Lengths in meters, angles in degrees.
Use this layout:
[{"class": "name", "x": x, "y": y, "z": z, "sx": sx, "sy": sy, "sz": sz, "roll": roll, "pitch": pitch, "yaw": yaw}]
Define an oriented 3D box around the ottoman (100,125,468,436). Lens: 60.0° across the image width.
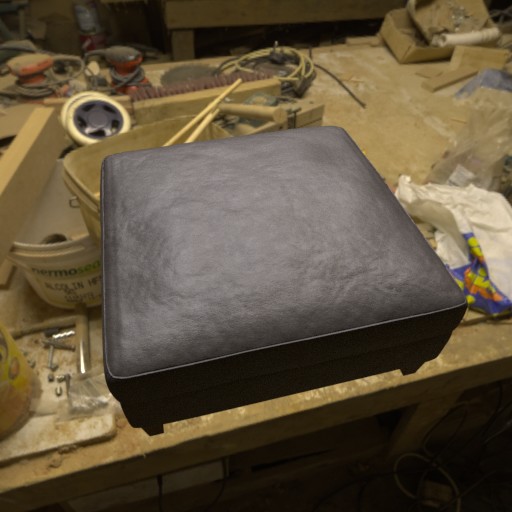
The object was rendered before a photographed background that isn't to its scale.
[{"class": "ottoman", "x": 0.000, "y": 0.000, "z": 1.316, "sx": 0.844, "sy": 0.415, "sz": 0.836, "roll": -10, "pitch": 47, "yaw": -10}]
